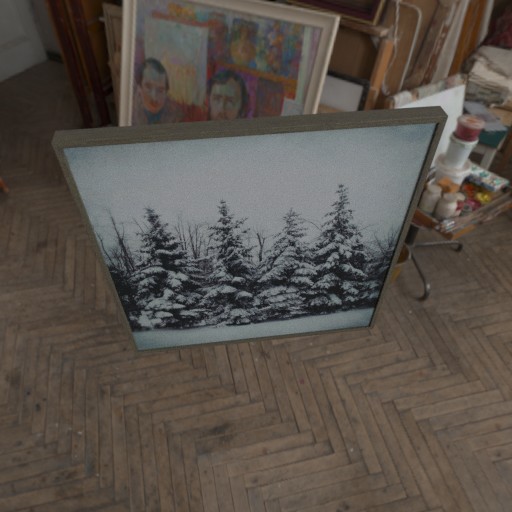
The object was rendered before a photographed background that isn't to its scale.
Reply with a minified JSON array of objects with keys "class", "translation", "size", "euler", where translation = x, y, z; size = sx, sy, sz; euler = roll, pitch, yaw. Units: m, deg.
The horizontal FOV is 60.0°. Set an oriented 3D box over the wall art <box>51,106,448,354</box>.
[{"class":"wall art","translation":[0.000,0.000,1.133],"size":[0.758,0.758,0.039],"euler":[-5,48,-5]}]
